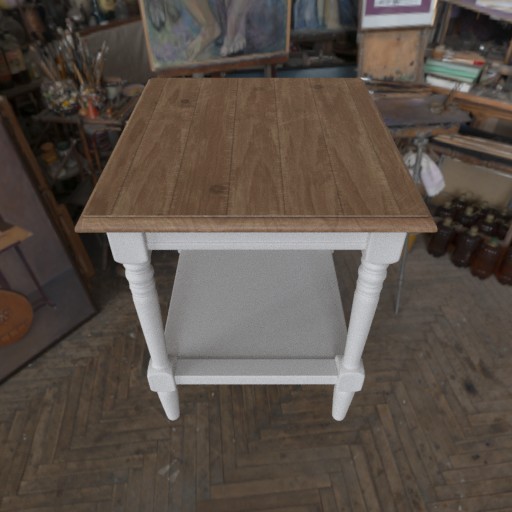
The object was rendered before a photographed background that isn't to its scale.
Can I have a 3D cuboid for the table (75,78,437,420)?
[{"bbox_3d":[0.000,0.000,0.925,0.457,0.561,0.508,0,41,0],"label":"table"}]
